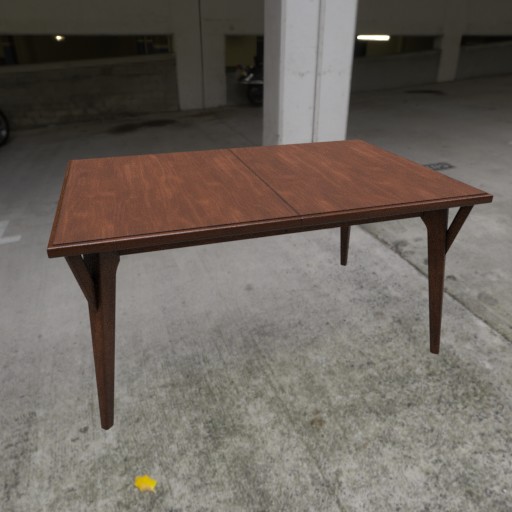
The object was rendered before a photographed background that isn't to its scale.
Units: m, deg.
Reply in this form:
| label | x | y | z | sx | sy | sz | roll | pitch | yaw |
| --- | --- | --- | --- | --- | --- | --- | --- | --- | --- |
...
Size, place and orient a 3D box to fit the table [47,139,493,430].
| label | x | y | z | sx | sy | sz | roll | pitch | yaw |
| --- | --- | --- | --- | --- | --- | --- | --- | --- | --- |
| table | 0.000 | 0.000 | 2.019 | 1.524 | 0.761 | 0.990 | -8 | 28 | -15 |
